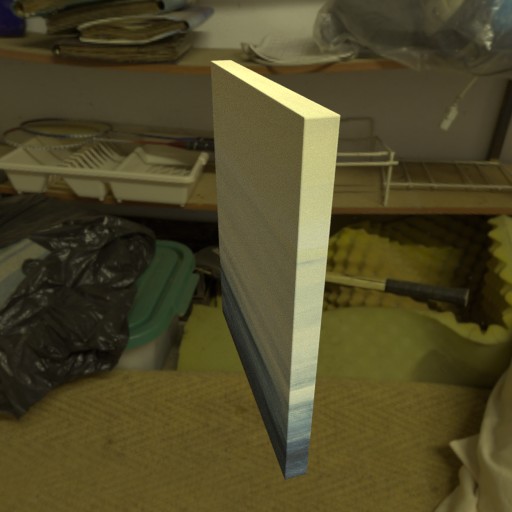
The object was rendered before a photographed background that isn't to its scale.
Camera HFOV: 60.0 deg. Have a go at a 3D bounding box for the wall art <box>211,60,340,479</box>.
[{"bbox_3d":[0.000,0.000,0.814,0.040,0.608,0.489,-8,31,-14],"label":"wall art"}]
